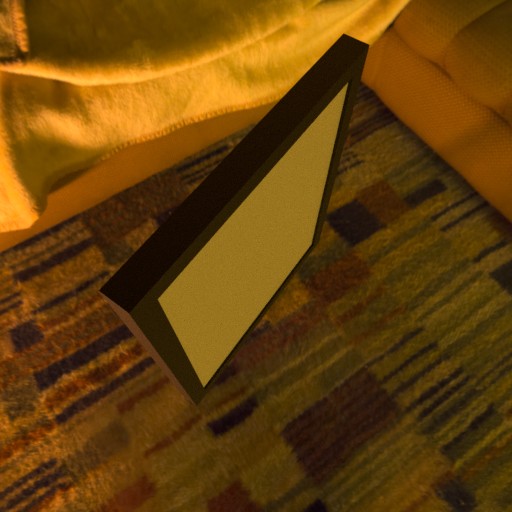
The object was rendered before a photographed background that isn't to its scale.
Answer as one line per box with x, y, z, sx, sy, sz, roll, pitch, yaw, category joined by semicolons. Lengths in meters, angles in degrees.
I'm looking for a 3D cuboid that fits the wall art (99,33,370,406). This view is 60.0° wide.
0.000;0.000;0.530;0.029;0.381;0.330;32;67;16;wall art
